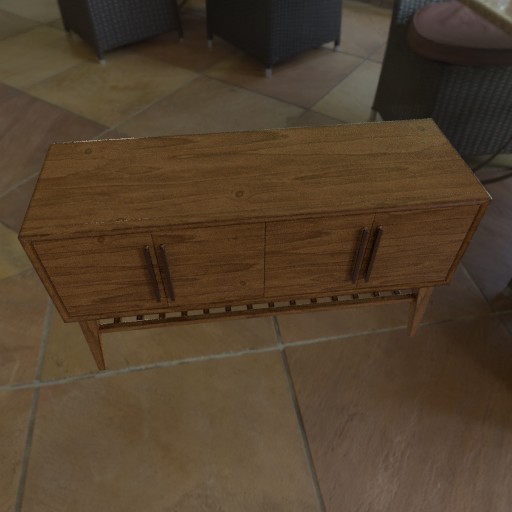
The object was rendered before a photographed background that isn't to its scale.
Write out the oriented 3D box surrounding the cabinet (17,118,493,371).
[{"bbox_3d":[0.000,0.000,1.709,1.363,0.802,0.477,-5,47,-5],"label":"cabinet"}]
